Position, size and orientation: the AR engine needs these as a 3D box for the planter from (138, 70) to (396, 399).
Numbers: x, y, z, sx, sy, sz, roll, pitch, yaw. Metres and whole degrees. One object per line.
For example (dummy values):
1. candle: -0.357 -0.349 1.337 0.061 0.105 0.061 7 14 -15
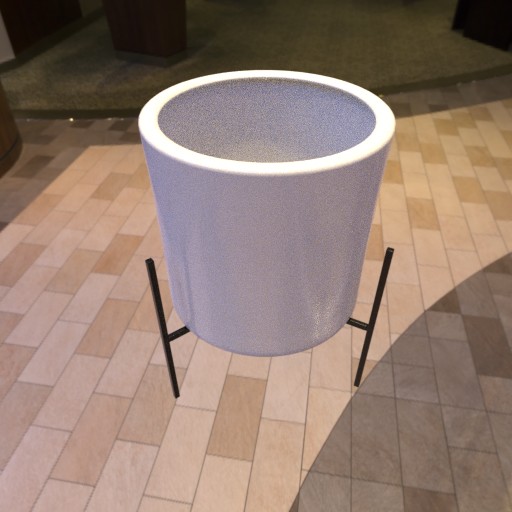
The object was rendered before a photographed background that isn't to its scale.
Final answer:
1. planter: 0.000 0.000 0.720 0.361 0.480 0.360 -25 46 -27
